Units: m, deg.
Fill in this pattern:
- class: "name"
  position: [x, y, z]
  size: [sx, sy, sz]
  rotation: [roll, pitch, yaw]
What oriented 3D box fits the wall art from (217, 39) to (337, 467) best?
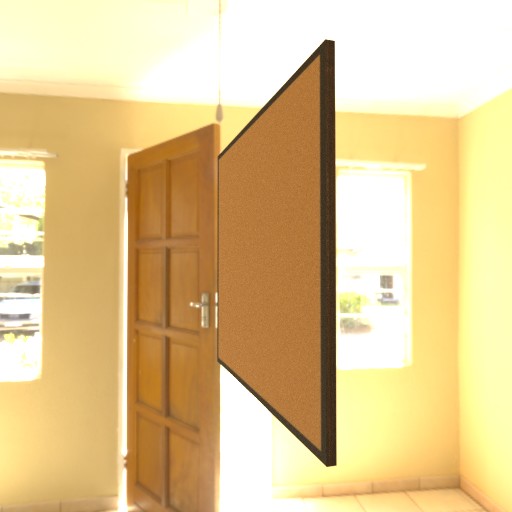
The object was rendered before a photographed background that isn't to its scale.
- class: "wall art"
  position: [0.000, 0.000, 1.402]
  size: [0.023, 0.875, 1.033]
  rotation: [0, -1, -17]
